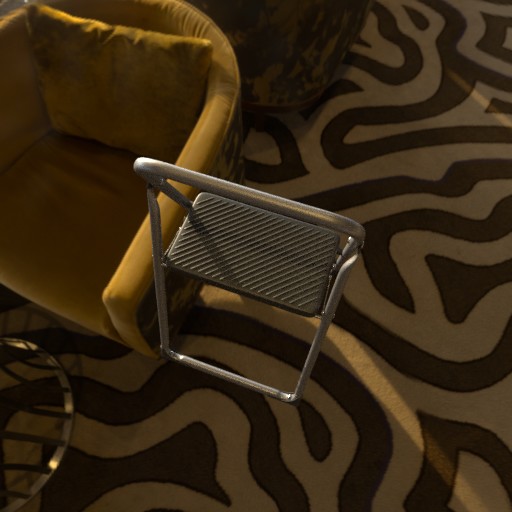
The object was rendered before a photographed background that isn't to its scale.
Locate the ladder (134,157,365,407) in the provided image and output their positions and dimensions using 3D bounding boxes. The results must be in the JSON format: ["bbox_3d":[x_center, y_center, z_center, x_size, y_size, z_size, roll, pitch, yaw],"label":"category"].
[{"bbox_3d":[0.000,0.000,1.033,0.430,0.720,0.472,18,65,9],"label":"ladder"}]
